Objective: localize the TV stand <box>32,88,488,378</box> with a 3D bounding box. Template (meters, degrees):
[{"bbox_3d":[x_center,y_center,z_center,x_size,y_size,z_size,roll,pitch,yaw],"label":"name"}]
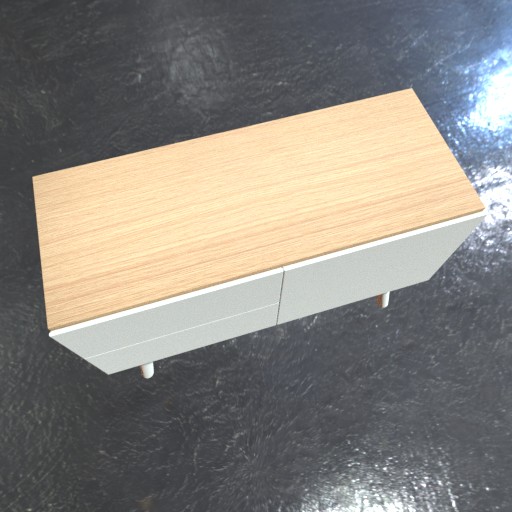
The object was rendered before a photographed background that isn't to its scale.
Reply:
[{"bbox_3d":[0.000,0.000,1.331,0.991,0.660,0.407,-15,65,-7],"label":"TV stand"}]
